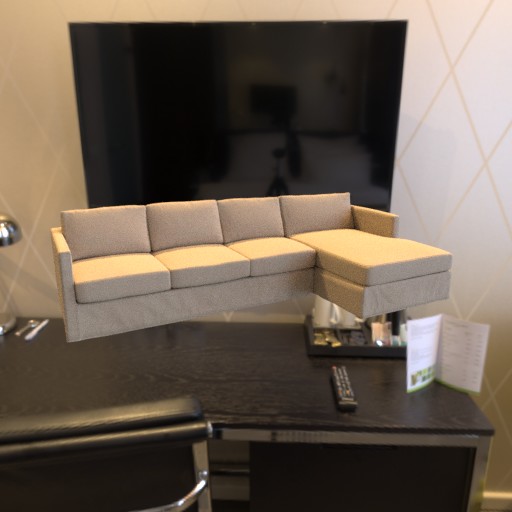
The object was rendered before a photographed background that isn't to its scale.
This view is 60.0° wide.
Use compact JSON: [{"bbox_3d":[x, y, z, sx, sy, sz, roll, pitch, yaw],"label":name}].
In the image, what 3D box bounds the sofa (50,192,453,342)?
[{"bbox_3d":[0.000,0.000,3.915,3.206,0.871,1.622,-8,17,-26],"label":"sofa"}]
